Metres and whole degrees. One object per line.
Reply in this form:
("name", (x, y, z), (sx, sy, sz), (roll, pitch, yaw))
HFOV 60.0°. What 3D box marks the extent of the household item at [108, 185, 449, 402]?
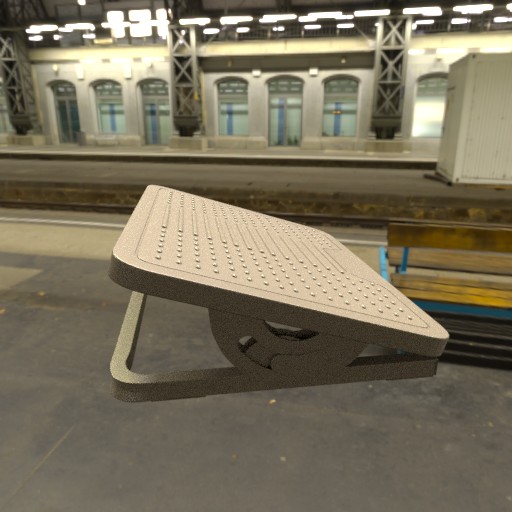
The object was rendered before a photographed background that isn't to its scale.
("household item", (0.000, 0.000, 0.533), (0.301, 0.126, 0.390), (-3, 18, -8))
